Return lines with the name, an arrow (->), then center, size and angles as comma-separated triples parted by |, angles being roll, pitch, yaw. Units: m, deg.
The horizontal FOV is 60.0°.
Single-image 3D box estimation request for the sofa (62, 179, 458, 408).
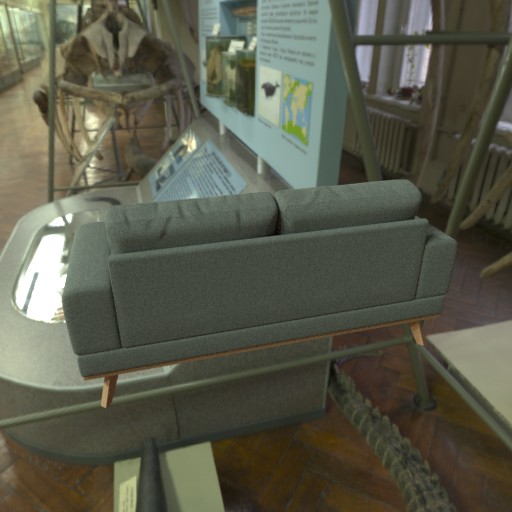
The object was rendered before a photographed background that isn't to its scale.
sofa -> 0.000, 0.000, 2.124 | 1.650, 0.810, 0.785 | -7, 28, -14
